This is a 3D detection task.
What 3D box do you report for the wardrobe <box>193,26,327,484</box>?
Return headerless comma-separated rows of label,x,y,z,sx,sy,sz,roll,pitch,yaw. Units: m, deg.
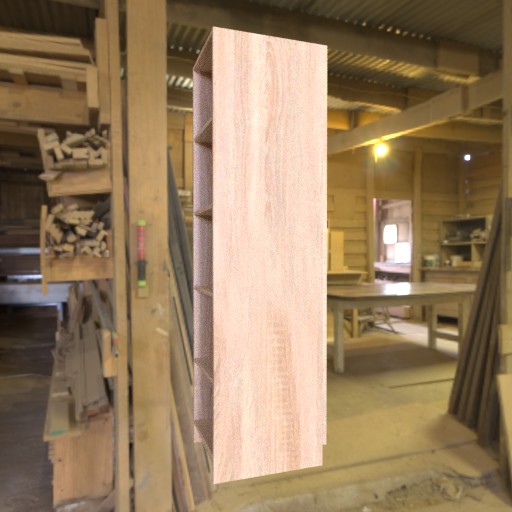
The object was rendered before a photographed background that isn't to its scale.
wardrobe,0.000,0.000,2.378,0.588,2.117,0.496,0,1,-19
